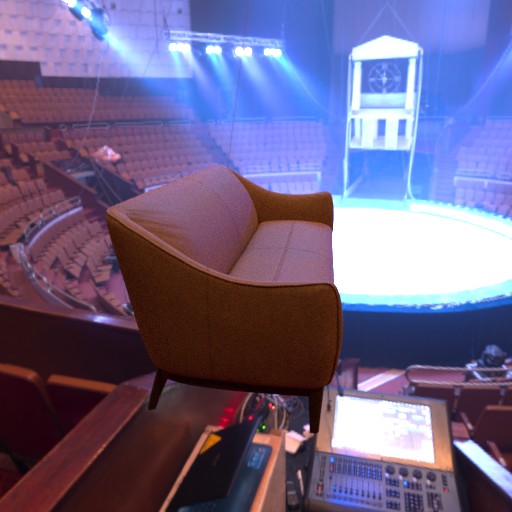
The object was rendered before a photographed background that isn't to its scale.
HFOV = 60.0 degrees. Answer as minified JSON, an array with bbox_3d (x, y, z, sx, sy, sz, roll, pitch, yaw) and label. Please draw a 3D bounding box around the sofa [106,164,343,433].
[{"bbox_3d":[0.000,0.000,2.421,0.869,0.830,1.928,3,17,8],"label":"sofa"}]
